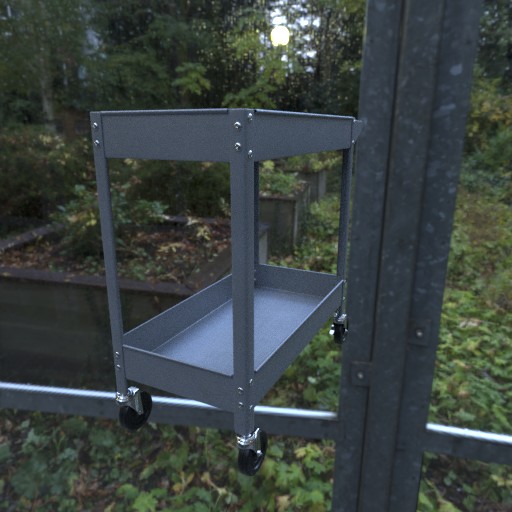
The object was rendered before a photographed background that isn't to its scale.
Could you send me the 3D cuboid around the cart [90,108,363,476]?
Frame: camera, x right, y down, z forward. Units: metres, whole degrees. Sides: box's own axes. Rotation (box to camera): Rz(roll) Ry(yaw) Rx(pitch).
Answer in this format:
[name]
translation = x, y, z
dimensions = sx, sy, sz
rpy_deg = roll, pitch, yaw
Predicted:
[cart]
translation = 0.000, 0.000, 1.190
dimensions = 0.366, 0.719, 0.779
rpy_deg = 8, 18, 26
